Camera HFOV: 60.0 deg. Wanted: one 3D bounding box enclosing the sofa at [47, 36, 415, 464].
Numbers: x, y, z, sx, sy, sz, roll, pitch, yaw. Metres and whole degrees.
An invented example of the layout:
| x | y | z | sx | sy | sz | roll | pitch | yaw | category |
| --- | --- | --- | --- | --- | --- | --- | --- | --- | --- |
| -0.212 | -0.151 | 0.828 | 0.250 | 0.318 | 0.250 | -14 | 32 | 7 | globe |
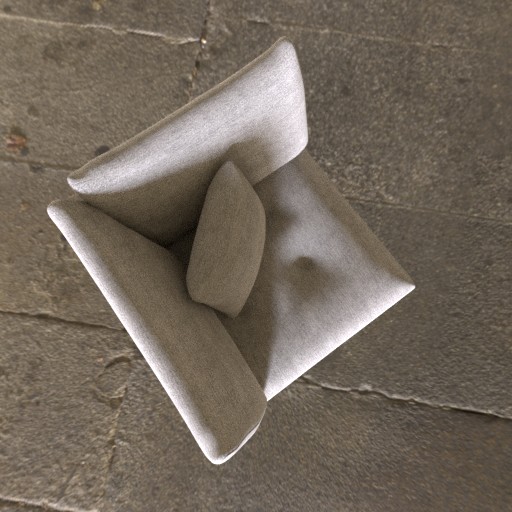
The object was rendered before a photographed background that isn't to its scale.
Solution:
| x | y | z | sx | sy | sz | roll | pitch | yaw | category |
| --- | --- | --- | --- | --- | --- | --- | --- | --- | --- |
| 0.000 | 0.000 | 1.733 | 1.000 | 0.820 | 1.000 | -35 | 80 | -7 | sofa |
